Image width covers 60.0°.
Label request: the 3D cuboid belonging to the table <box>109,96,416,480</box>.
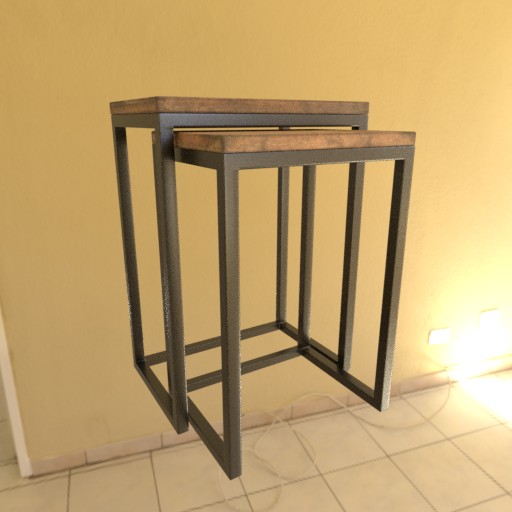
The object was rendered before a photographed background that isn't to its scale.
[{"bbox_3d":[0.000,0.000,0.929,0.456,0.615,0.460,-9,19,-28],"label":"table"}]
